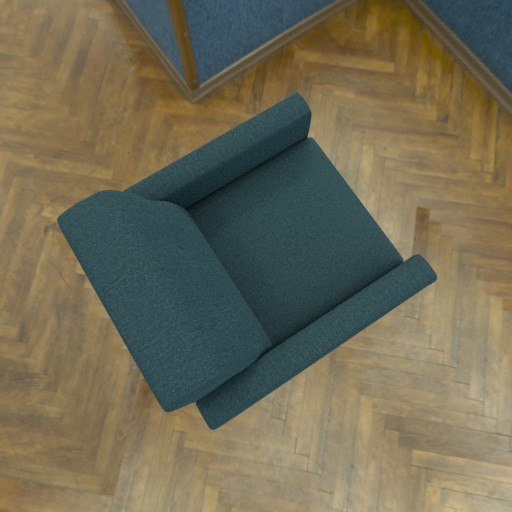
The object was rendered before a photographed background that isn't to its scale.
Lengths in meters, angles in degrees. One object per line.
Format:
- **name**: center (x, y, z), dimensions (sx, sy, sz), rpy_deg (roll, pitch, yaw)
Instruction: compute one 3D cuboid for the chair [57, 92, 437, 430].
- **chair**: center (0.000, 0.000, 1.675), dimensions (0.964, 0.940, 0.880), rpy_deg (-32, 78, -8)
